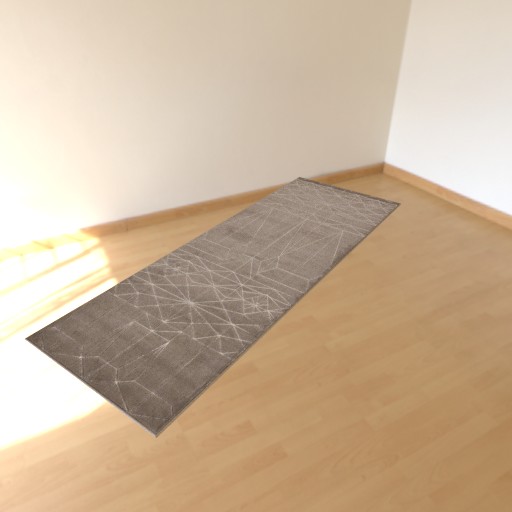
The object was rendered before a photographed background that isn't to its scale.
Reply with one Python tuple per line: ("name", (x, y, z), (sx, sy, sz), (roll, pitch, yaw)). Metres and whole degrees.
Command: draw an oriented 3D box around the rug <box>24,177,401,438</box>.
("rug", (0.000, 0.000, 2.613), (0.864, 0.012, 2.388), (21, 38, 30))
